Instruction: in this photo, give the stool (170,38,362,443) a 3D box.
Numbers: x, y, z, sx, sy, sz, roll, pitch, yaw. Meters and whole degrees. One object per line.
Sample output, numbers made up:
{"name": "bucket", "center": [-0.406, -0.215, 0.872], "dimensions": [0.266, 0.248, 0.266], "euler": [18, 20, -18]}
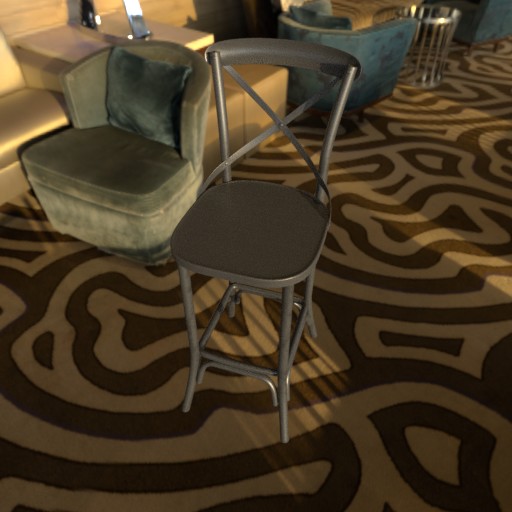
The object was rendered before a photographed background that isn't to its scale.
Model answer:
{"name": "stool", "center": [0.000, 0.000, 1.445], "dimensions": [0.457, 1.168, 0.584], "euler": [12, 42, 13]}
